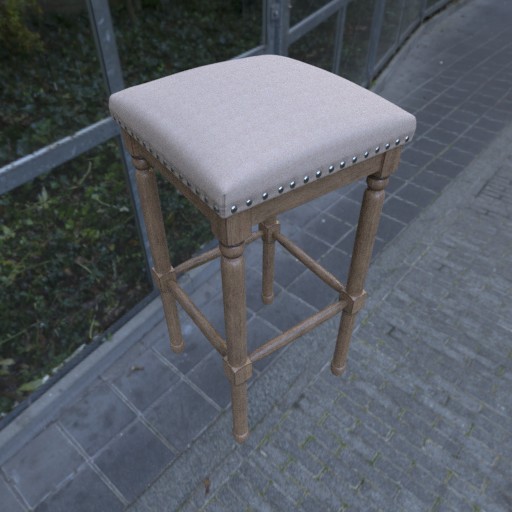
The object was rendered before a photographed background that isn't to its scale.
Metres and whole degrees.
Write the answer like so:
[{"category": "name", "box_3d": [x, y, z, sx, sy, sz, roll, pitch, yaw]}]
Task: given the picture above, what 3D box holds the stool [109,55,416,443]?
[{"category": "stool", "box_3d": [0.000, 0.000, 0.971, 0.382, 0.768, 0.383, -25, 48, -26]}]
